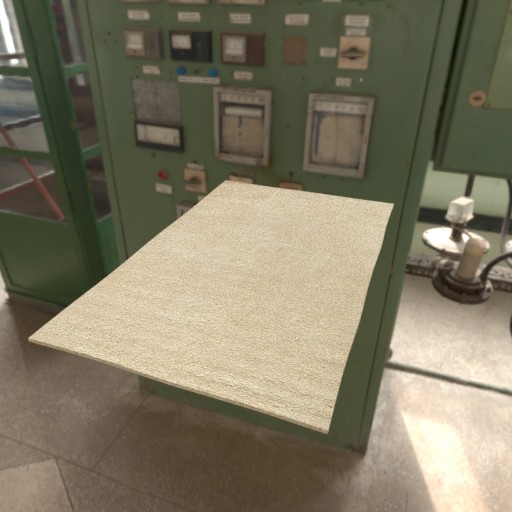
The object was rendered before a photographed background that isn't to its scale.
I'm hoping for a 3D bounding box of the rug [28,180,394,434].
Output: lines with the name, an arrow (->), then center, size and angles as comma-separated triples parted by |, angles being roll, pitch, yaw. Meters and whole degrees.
rug -> 0.000, 0.000, 2.896 | 1.500, 0.025, 2.346 | 11, 32, 18
